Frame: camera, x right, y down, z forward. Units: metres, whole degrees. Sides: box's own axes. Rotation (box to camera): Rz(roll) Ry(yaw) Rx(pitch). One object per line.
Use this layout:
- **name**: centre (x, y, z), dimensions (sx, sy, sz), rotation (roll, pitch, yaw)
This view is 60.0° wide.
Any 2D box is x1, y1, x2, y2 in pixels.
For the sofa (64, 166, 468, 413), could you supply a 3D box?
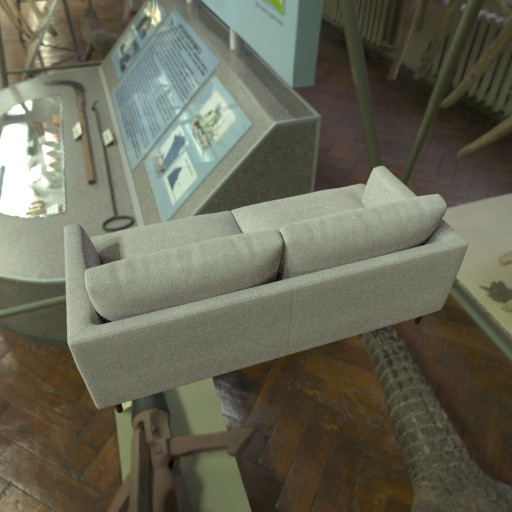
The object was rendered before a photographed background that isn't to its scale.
- **sofa**: centre (0.000, 0.000, 2.491), dimensions (1.948, 0.868, 1.020), rotation (-13, 43, -14)
